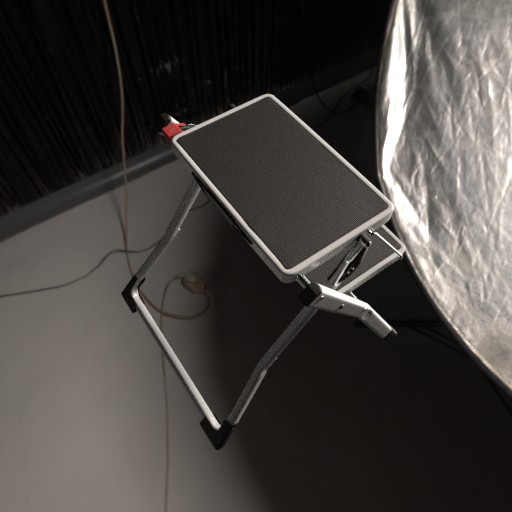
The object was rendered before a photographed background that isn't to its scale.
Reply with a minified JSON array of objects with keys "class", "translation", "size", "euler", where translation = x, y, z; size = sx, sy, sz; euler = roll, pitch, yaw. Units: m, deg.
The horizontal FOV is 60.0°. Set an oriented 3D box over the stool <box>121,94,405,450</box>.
[{"class":"stool","translation":[0.000,0.000,0.851],"size":[0.490,0.445,0.485],"euler":[-31,63,-18]}]
